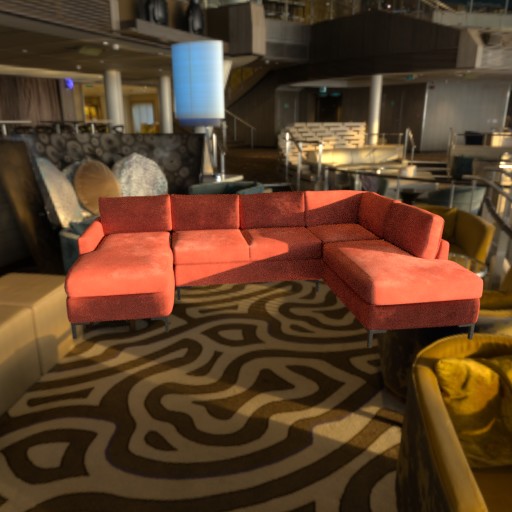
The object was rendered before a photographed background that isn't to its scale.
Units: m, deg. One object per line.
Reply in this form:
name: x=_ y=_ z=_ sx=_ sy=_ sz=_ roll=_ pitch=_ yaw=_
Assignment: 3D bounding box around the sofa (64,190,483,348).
sofa: x=0.000 y=0.000 z=3.809 sx=2.971 sy=0.858 sz=1.981 roll=-3 pitch=17 yaw=-9
